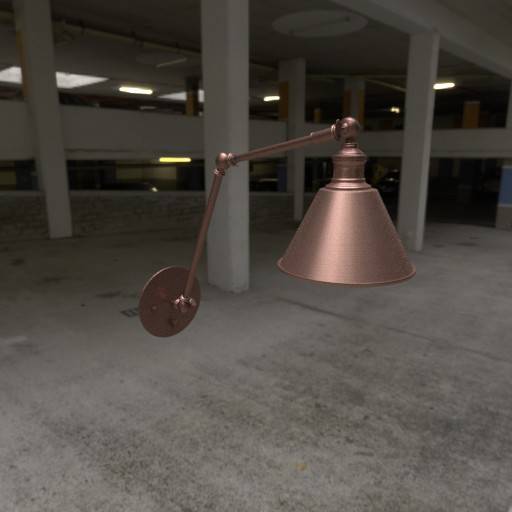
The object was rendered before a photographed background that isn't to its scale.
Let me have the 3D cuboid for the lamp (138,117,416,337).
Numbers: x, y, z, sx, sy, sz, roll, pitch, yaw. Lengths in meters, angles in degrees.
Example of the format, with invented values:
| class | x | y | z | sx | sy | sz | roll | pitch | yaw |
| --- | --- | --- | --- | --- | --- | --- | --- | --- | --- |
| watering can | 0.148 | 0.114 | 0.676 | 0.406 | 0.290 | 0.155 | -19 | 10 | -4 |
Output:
| class | x | y | z | sx | sy | sz | roll | pitch | yaw |
| --- | --- | --- | --- | --- | --- | --- | --- | --- | --- |
| lamp | 0.000 | 0.000 | 0.872 | 0.624 | 0.502 | 0.223 | 12 | 18 | 41 |
